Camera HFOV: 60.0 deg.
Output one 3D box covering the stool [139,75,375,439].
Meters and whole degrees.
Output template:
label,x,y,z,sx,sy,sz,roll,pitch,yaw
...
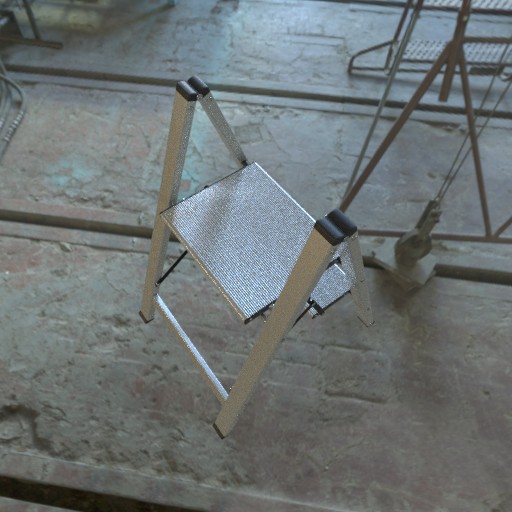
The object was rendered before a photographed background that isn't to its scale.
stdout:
label,x,y,z,sx,sy,sz,roll,pitch,yaw
stool,0.000,0.000,1.005,0.535,0.670,0.440,-32,63,-19
